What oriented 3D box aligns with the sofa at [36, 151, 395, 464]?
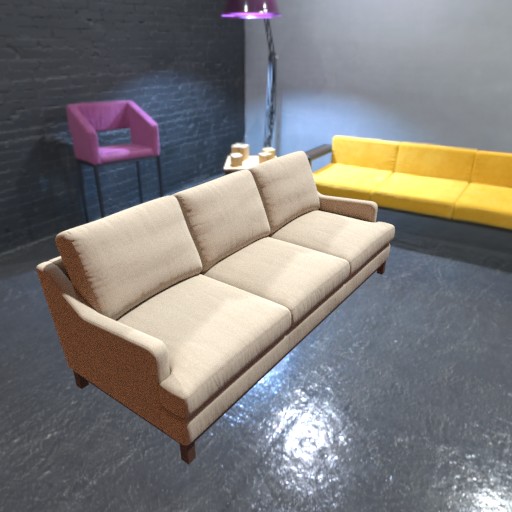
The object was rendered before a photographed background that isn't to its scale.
[{"bbox_3d":[0.000,0.000,2.834,1.000,0.913,2.321,18,31,32],"label":"sofa"}]
